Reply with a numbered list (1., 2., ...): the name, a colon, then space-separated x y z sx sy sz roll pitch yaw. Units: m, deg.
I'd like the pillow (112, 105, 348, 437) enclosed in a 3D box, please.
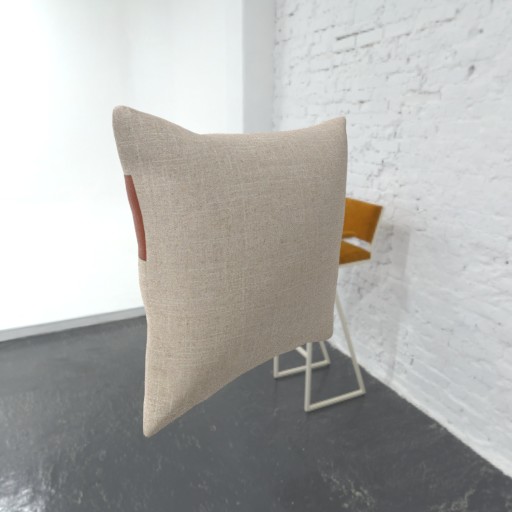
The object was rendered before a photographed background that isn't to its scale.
1. pillow: 0.000 0.000 0.644 0.173 0.399 0.414 15 21 42
